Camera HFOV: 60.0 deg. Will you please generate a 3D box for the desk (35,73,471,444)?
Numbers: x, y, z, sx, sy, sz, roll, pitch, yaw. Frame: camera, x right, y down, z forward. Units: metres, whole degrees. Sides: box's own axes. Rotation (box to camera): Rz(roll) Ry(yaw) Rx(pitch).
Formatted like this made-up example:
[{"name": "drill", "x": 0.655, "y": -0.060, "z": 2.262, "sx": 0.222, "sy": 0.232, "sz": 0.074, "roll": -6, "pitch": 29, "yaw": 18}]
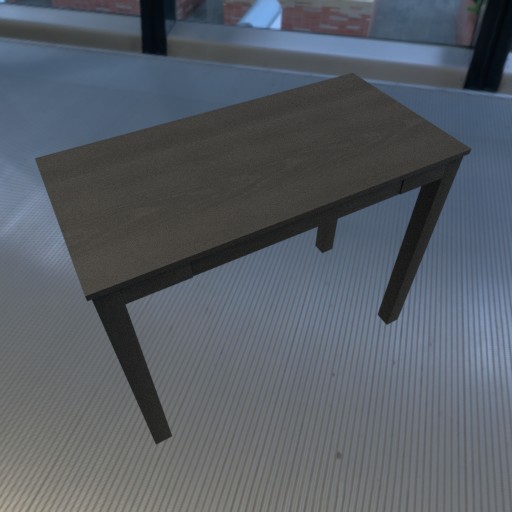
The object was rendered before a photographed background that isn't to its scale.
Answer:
[{"name": "desk", "x": 0.000, "y": 0.000, "z": 1.403, "sx": 0.991, "sy": 0.762, "sz": 0.499, "roll": -22, "pitch": 51, "yaw": -19}]
